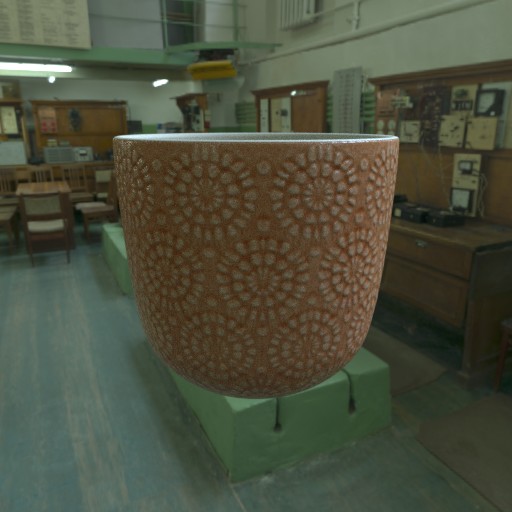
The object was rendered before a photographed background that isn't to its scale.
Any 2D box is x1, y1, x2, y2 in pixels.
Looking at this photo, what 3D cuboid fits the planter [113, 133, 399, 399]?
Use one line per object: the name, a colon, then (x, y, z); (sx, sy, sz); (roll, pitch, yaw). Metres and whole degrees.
planter: (0.000, 0.000, 0.362); (0.208, 0.190, 0.208); (0, 17, 0)
